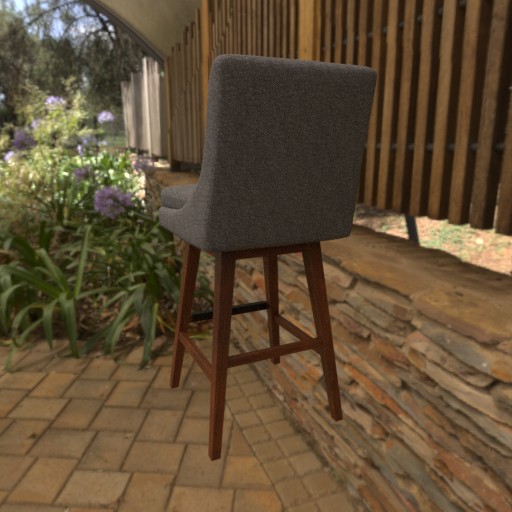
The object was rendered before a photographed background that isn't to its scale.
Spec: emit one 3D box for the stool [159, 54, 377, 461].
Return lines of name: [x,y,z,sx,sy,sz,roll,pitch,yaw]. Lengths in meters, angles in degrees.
stool: [0.000,0.000,1.397,0.489,1.068,0.572,-7,16,-25]
